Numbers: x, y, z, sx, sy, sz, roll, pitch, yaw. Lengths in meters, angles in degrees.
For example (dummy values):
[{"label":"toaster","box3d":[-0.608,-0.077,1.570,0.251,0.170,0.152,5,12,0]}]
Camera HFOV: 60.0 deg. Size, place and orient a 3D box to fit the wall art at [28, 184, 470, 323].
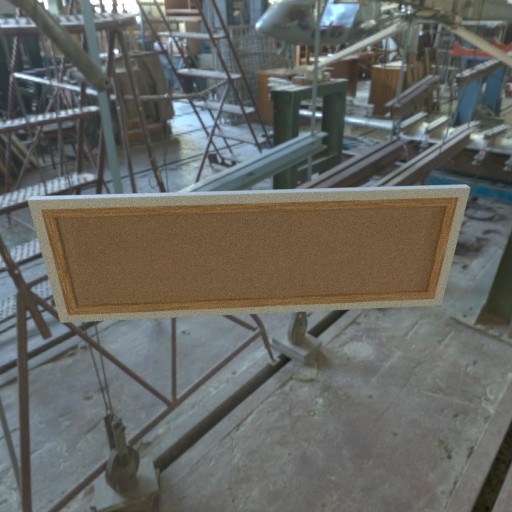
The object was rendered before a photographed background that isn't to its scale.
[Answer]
[{"label":"wall art","box3d":[0.000,0.000,1.656,1.520,0.507,0.039,-2,29,-4]}]
